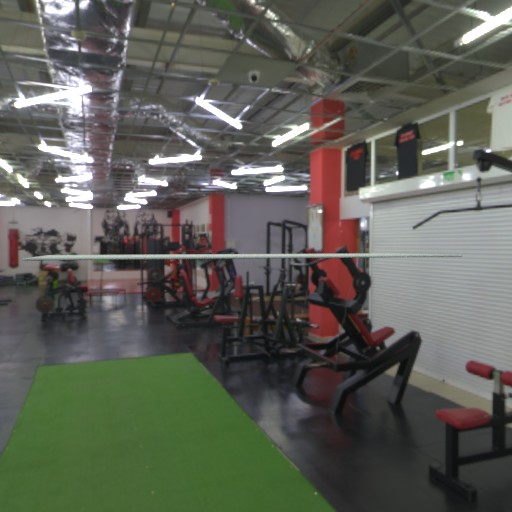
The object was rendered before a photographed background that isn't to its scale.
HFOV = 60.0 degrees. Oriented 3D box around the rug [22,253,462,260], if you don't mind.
[{"bbox_3d":[0.000,0.000,2.437,2.196,0.011,0.662,0,1,-18],"label":"rug"}]
